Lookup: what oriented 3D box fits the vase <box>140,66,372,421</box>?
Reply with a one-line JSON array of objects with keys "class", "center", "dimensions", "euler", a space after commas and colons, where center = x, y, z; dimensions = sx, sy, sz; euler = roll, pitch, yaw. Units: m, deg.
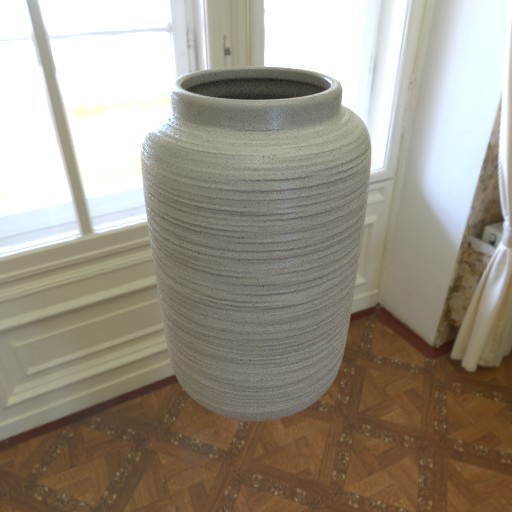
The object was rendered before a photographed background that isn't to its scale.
[{"class": "vase", "center": [0.000, 0.000, 0.448], "dimensions": [0.202, 0.335, 0.202], "euler": [0, 33, 0]}]
